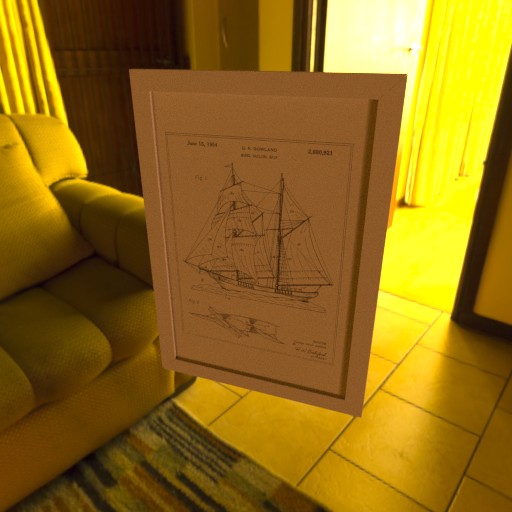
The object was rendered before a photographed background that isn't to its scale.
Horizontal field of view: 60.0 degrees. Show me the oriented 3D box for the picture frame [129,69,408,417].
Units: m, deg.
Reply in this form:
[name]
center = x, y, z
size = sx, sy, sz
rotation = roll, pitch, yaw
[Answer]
[picture frame]
center = 0.000, 0.000, 0.595
size = 0.326, 0.459, 0.011
rotation = 9, 27, 18
